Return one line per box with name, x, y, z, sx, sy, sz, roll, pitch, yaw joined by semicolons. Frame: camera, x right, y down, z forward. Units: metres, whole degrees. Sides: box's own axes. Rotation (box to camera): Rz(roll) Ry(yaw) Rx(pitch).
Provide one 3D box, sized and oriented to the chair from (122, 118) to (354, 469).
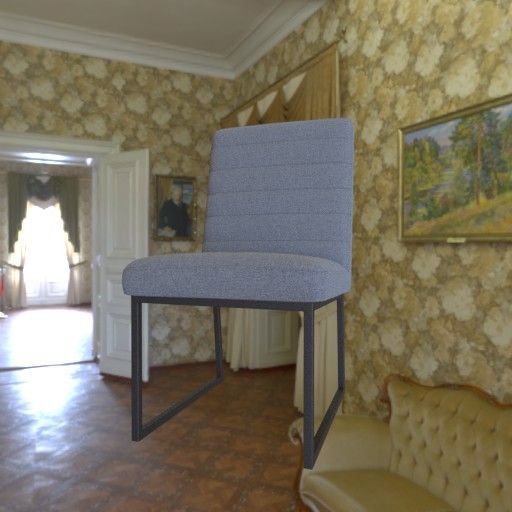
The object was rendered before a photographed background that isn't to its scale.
chair;0.000;0.000;1.323;0.520;0.930;0.634;0;1;19
